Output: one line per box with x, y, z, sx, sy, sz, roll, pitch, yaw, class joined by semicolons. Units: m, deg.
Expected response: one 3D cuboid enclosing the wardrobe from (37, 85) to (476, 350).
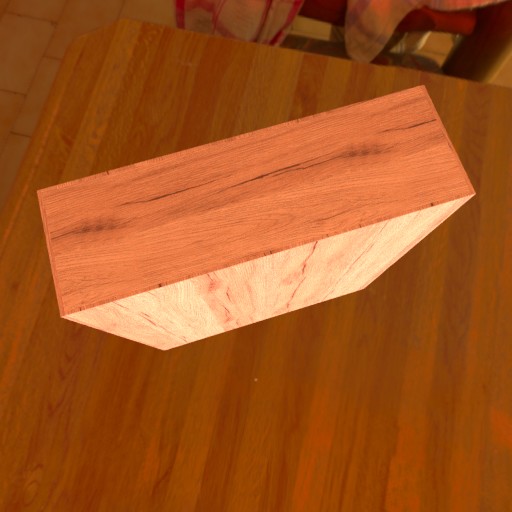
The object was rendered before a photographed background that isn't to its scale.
0.000;0.000;2.912;1.810;2.070;0.580;-17;75;-5;wardrobe
